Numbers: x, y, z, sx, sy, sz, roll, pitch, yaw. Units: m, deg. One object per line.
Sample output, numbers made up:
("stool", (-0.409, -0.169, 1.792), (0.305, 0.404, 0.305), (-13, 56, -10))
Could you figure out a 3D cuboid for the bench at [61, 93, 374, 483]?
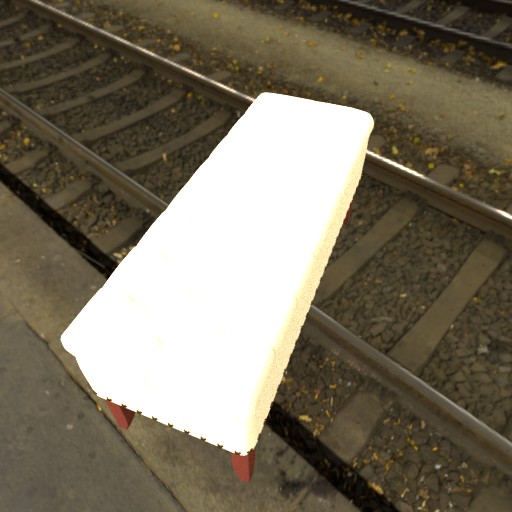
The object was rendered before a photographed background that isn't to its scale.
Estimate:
("bench", (0.000, 0.000, 1.266), (0.400, 0.470, 1.054), (16, 49, 15))
